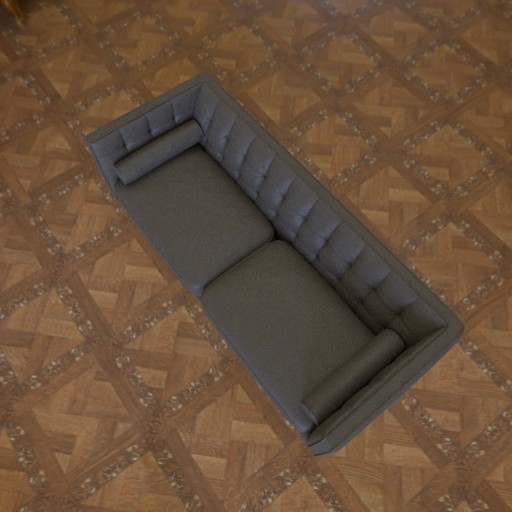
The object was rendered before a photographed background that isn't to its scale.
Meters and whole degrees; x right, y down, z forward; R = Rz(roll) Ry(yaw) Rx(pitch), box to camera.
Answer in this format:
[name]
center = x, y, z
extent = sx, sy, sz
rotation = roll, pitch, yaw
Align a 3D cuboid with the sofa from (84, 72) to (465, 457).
[sofa]
center = 0.000, 0.000, 2.570
extent = 0.867, 0.789, 2.087
rotation = -35, 69, -16
